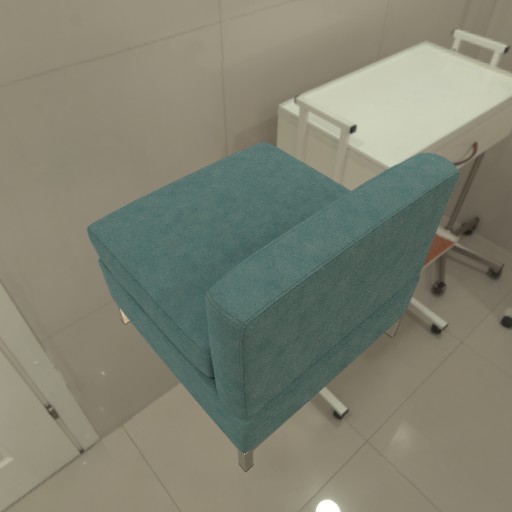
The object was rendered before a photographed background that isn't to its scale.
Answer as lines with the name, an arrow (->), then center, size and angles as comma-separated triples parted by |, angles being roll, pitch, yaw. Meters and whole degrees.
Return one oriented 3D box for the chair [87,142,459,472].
chair -> 0.000, 0.000, 1.237 | 0.684, 0.660, 0.685 | -32, 54, -27
